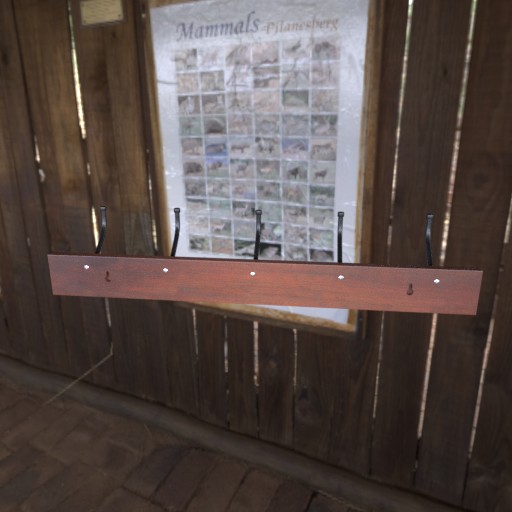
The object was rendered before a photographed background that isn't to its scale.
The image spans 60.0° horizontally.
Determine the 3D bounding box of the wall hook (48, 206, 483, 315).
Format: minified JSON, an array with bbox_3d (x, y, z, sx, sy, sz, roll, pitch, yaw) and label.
[{"bbox_3d":[0.000,0.000,0.612,0.571,0.117,0.071,2,17,7],"label":"wall hook"}]
